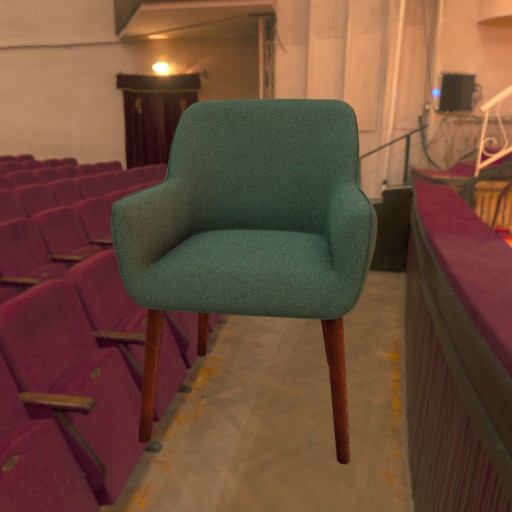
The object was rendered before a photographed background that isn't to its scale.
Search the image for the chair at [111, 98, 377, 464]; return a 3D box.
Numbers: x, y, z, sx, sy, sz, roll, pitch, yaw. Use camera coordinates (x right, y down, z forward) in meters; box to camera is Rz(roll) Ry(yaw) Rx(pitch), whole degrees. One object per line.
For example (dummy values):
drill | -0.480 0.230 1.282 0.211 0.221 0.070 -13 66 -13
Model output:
chair | 0.000 0.000 1.144 0.543 0.803 0.519 2 15 8
